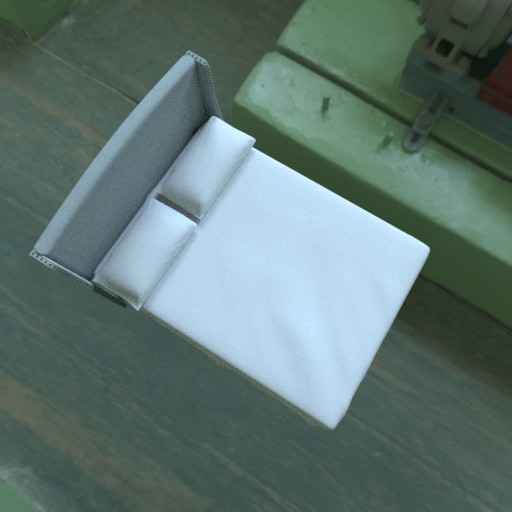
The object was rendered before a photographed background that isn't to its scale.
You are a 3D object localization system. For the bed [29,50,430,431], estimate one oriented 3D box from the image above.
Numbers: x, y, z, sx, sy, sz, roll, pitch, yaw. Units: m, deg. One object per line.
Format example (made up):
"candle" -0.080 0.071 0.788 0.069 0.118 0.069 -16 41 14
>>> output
"bed" 0.000 0.000 3.303 2.237 1.407 1.710 31 77 8
